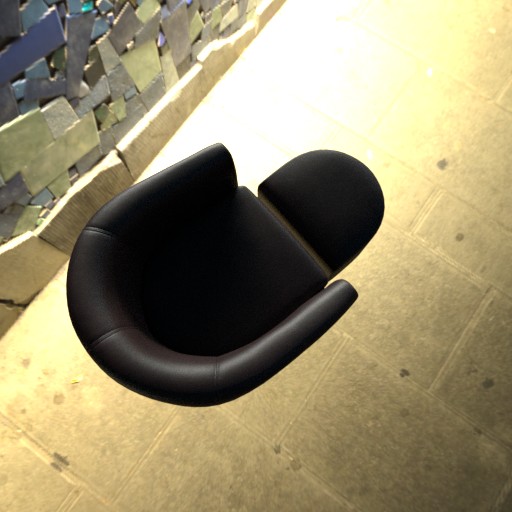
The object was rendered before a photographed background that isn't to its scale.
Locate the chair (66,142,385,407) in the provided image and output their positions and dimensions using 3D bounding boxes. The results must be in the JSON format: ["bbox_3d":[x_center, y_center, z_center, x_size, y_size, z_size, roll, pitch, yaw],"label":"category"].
[{"bbox_3d":[0.000,0.000,1.630,1.176,0.755,0.737,-39,78,-10],"label":"chair"}]
